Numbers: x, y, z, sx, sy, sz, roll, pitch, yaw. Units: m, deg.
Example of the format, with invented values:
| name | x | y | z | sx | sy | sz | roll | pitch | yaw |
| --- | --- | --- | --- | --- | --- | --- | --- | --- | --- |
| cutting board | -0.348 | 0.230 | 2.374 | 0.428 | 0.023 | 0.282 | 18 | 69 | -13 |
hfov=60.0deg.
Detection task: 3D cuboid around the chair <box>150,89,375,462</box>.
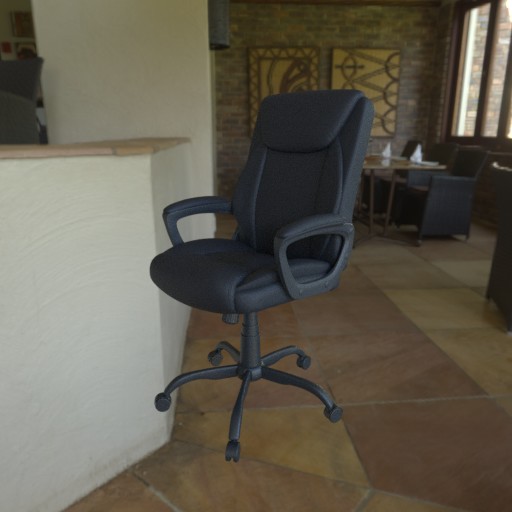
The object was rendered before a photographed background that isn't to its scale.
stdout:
| name | x | y | z | sx | sy | sz | roll | pitch | yaw |
| --- | --- | --- | --- | --- | --- | --- | --- | --- | --- |
| chair | 0.000 | 0.000 | 1.486 | 0.615 | 1.072 | 0.655 | 15 | 21 | 42 |
